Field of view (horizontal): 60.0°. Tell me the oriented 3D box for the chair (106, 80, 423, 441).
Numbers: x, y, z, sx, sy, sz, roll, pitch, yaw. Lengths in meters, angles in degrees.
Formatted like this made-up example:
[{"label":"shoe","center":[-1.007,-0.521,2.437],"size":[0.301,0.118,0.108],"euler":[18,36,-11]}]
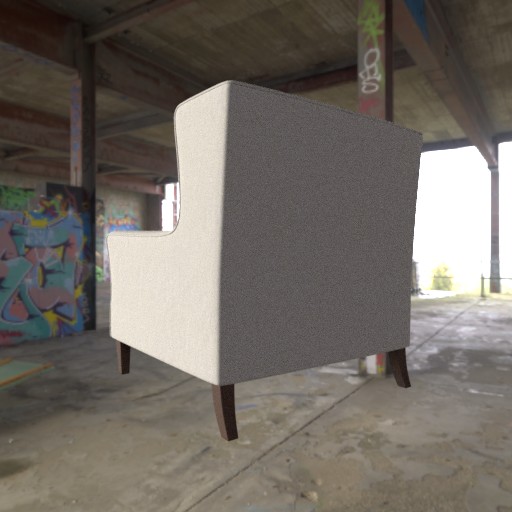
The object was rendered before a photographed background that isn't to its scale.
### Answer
[{"label":"chair","center":[0.000,0.000,1.898],"size":[0.982,1.056,1.040],"euler":[0,0,-36]}]
